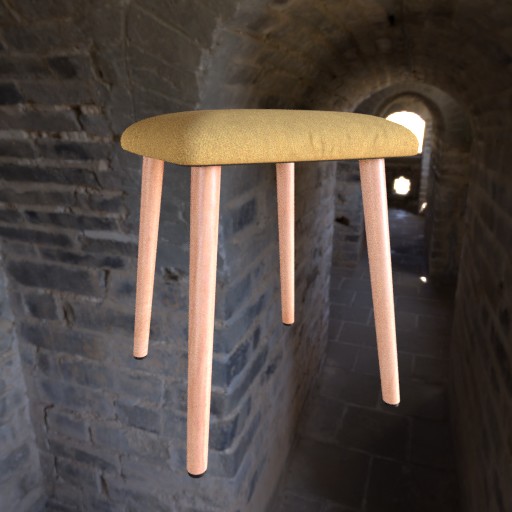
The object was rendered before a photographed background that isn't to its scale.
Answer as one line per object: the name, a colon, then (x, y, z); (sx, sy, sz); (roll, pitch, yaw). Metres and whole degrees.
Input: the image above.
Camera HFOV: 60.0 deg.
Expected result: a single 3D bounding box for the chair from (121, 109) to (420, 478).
chair: (0.000, 0.000, 0.702); (0.350, 0.440, 0.350); (-8, 19, -25)
